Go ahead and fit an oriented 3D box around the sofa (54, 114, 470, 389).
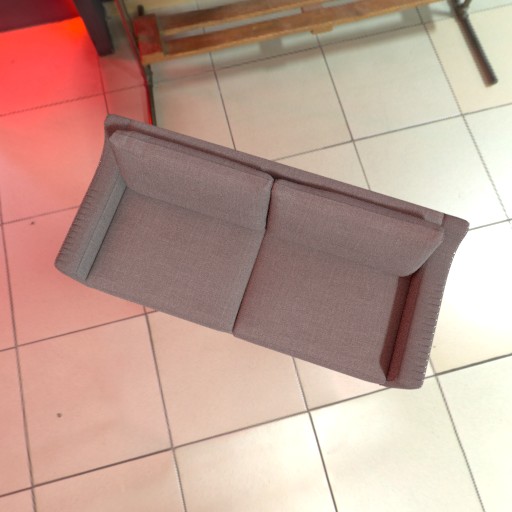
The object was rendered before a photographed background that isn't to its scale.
[{"bbox_3d":[0.000,0.000,2.717,2.208,0.857,1.000,18,76,5],"label":"sofa"}]
